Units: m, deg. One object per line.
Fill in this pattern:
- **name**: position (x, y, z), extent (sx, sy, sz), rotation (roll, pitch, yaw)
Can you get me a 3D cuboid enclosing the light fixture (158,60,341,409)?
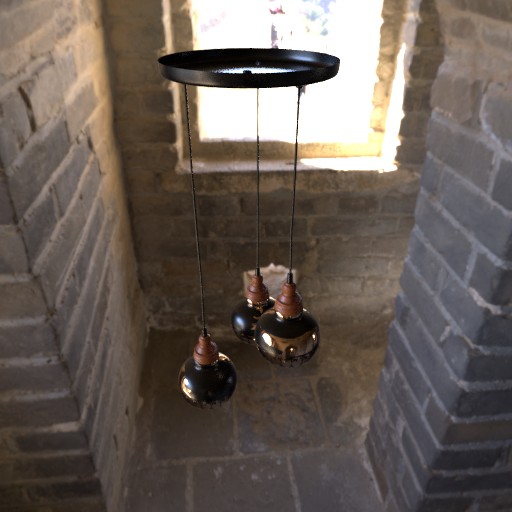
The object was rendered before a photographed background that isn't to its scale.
- **light fixture**: position (0.000, 0.000, 1.720), extent (0.605, 1.410, 0.608), rotation (21, 37, 30)
